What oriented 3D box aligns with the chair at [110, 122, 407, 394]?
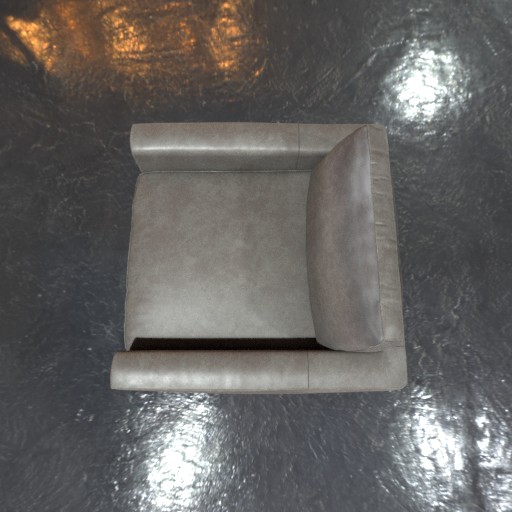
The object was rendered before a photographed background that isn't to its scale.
[{"bbox_3d":[0.000,0.000,1.853,1.080,0.807,1.106,0,75,0],"label":"chair"}]
